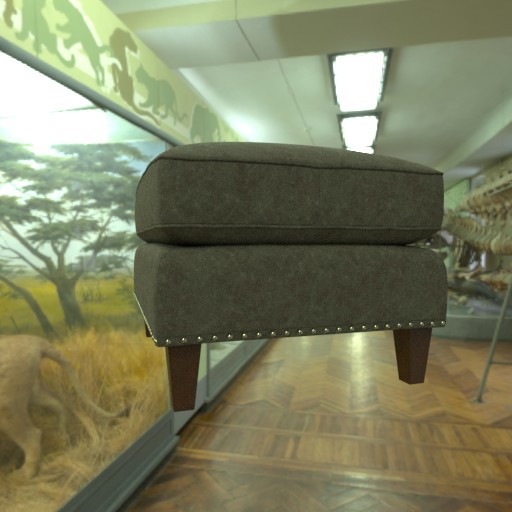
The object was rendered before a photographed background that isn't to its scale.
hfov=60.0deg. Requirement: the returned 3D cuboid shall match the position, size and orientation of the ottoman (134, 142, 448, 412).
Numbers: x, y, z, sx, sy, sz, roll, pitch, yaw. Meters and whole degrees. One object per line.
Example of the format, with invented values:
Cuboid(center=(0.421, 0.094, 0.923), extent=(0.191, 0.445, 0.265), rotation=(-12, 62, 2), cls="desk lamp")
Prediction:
Cuboid(center=(0.000, 0.000, 1.149), extent=(0.584, 0.513, 0.741), rotation=(-1, 2, -18), cls="ottoman")
